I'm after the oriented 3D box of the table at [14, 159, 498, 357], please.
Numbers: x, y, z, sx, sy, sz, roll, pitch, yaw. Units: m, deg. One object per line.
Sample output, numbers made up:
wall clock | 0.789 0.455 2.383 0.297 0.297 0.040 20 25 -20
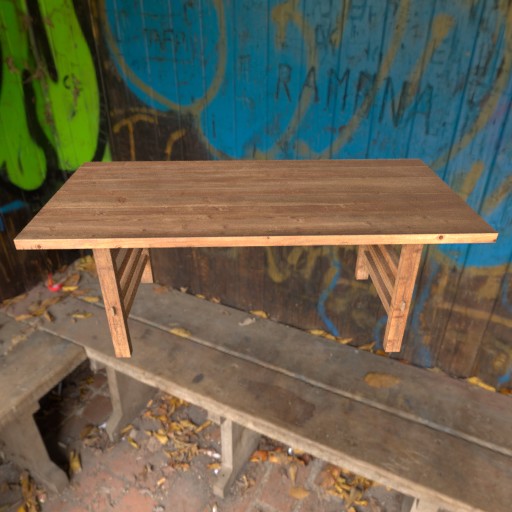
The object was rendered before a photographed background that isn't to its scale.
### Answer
table | 0.000 0.000 2.432 2.003 0.760 0.952 -1 31 -1
